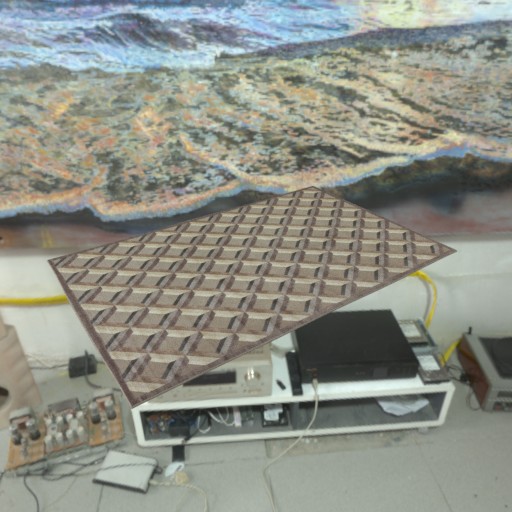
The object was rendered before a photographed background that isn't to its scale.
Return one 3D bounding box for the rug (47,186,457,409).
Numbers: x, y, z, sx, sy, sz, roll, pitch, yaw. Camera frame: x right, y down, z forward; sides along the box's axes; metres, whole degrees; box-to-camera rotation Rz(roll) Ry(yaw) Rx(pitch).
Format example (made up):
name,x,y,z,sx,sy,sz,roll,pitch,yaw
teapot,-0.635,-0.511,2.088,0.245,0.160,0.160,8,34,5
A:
name,x,y,z,sx,sy,sz,roll,pitch,yaw
rug,0.000,0.000,2.129,1.677,0.011,1.066,-19,35,-30
